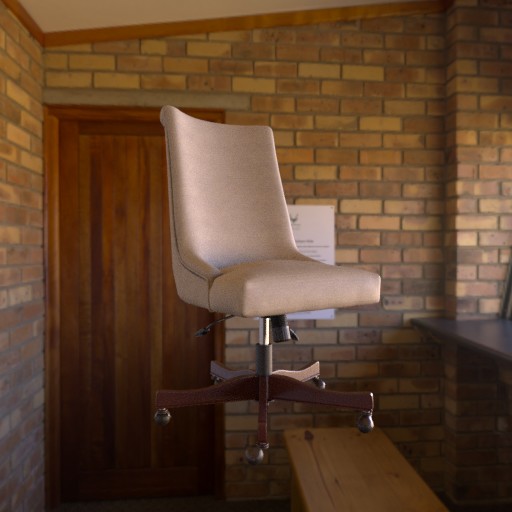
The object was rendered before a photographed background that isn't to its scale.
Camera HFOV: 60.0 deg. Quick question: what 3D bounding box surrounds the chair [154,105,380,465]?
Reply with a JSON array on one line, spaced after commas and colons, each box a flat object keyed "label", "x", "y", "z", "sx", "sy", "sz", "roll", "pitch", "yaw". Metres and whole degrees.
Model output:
[{"label": "chair", "x": 0.000, "y": 0.000, "z": 1.436, "sx": 0.645, "sy": 1.010, "sz": 0.696, "roll": -1, "pitch": 1, "yaw": -36}]
